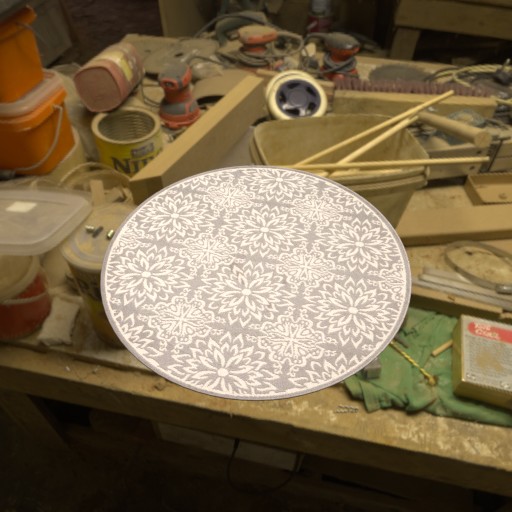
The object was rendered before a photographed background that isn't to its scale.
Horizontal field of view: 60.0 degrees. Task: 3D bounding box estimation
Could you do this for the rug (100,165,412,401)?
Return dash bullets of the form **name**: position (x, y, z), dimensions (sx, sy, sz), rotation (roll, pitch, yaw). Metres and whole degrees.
- **rug**: position (0.000, 0.000, 2.331), dimensions (1.593, 0.012, 1.593), rotation (0, 47, 0)
